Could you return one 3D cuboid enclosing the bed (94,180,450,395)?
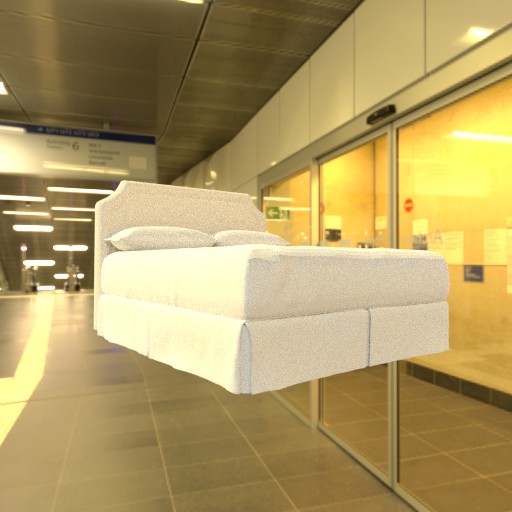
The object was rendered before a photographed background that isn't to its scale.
[{"bbox_3d":[0.000,0.000,3.935,2.134,1.524,2.548,0,-1,-37],"label":"bed"}]
